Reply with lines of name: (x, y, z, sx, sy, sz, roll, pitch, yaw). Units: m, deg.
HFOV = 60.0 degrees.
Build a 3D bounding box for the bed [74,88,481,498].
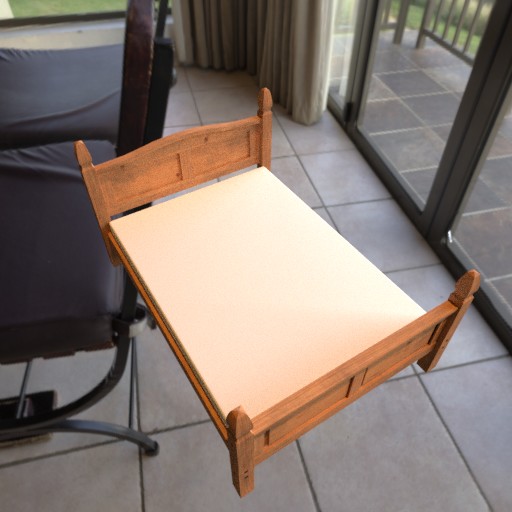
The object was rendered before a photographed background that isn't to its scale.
bed: (0.000, 0.000, 2.853, 1.490, 1.100, 2.069, -24, 50, -22)
